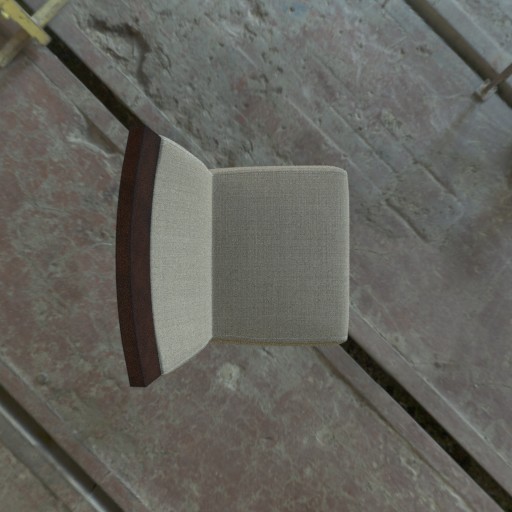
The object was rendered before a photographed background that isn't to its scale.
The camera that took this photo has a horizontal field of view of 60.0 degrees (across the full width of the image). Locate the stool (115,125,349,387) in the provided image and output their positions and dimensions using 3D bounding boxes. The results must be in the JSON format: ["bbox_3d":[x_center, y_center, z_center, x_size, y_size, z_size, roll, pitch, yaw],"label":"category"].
[{"bbox_3d":[0.000,0.000,1.259,0.480,1.011,0.463,0,90,0],"label":"stool"}]
